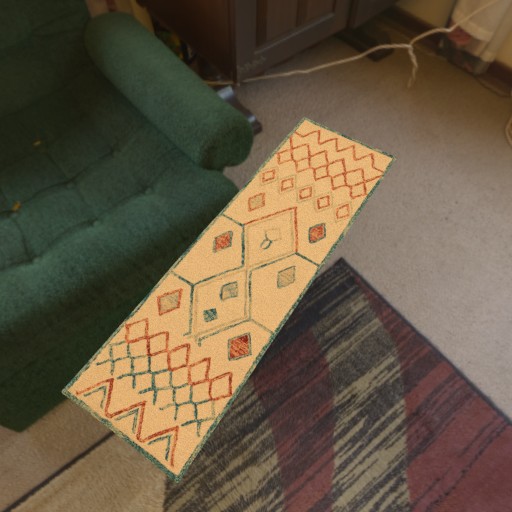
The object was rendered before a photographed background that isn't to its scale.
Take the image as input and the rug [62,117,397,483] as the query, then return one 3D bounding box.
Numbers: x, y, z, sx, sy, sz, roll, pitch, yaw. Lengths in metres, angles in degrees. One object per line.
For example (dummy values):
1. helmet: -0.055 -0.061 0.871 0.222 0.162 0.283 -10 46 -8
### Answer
1. rug: 0.000 0.000 2.665 0.750 0.011 2.435 29 62 17
